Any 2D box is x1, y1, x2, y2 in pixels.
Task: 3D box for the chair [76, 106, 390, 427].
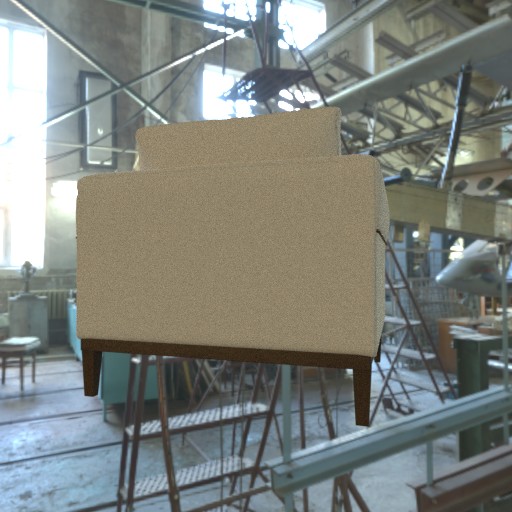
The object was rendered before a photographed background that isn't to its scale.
[{"bbox_3d":[0.000,0.000,1.708,0.982,0.915,0.896,0,-1,18],"label":"chair"}]
